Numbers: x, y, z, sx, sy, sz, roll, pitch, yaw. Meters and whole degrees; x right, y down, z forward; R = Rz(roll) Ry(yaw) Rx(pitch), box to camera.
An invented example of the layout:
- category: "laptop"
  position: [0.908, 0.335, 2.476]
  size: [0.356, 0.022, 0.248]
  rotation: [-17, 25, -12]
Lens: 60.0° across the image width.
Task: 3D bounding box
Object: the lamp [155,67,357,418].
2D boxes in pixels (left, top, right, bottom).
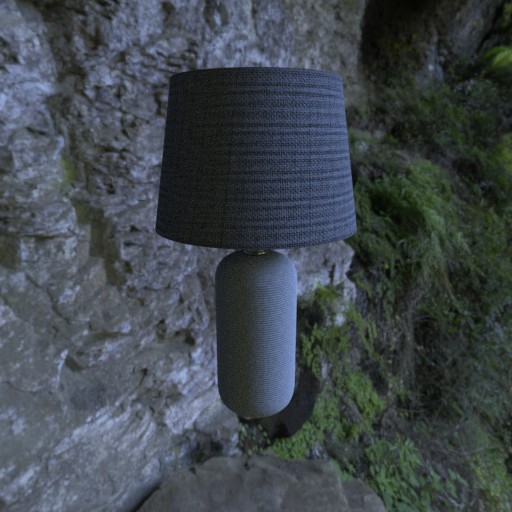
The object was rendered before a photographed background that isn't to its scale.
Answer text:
- category: "lamp"
  position: [0.000, 0.000, 0.576]
  size: [0.251, 0.429, 0.251]
  rotation: [0, 15, 0]
